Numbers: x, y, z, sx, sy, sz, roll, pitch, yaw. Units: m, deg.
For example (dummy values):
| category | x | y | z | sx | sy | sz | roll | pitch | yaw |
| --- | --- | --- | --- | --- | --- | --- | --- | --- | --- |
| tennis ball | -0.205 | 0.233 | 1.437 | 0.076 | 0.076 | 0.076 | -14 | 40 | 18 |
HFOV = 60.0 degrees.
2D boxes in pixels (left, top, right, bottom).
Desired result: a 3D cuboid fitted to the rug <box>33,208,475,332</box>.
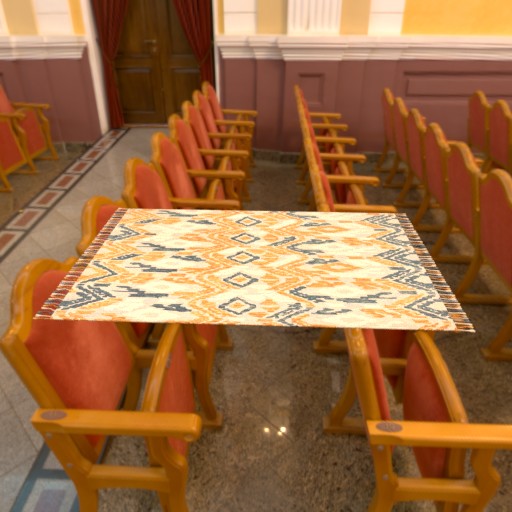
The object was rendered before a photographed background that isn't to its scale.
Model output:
| category | x | y | z | sx | sy | sz | roll | pitch | yaw |
| --- | --- | --- | --- | --- | --- | --- | --- | --- | --- |
| rug | 0.000 | 0.000 | 3.077 | 2.428 | 0.010 | 1.533 | 1 | 30 | 2 |
